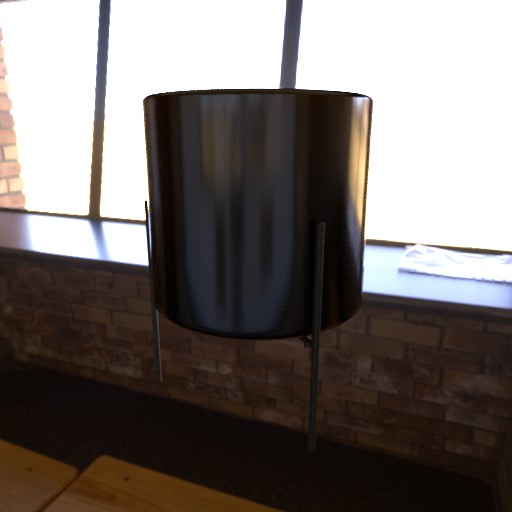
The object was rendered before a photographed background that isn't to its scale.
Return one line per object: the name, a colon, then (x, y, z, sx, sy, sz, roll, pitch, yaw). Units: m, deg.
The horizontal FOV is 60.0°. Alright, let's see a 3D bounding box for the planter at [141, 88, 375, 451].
planter: (0.000, 0.000, 0.640, 0.310, 0.432, 0.310, -3, 16, -10)
